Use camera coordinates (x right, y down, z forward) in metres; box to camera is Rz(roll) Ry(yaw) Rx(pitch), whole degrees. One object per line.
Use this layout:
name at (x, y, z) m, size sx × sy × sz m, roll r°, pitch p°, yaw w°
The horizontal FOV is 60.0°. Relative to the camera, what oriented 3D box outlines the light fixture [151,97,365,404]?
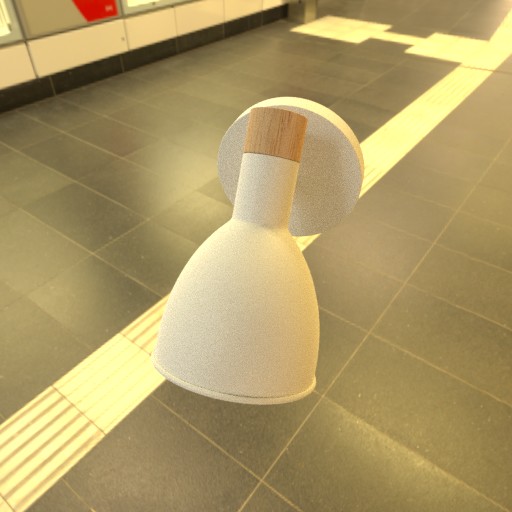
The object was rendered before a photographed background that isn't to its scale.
light fixture at (0.000, 0.000, 0.331) m, size 0.127 × 0.199 × 0.209 m, roll 12°, pitch 42°, yaw 13°
